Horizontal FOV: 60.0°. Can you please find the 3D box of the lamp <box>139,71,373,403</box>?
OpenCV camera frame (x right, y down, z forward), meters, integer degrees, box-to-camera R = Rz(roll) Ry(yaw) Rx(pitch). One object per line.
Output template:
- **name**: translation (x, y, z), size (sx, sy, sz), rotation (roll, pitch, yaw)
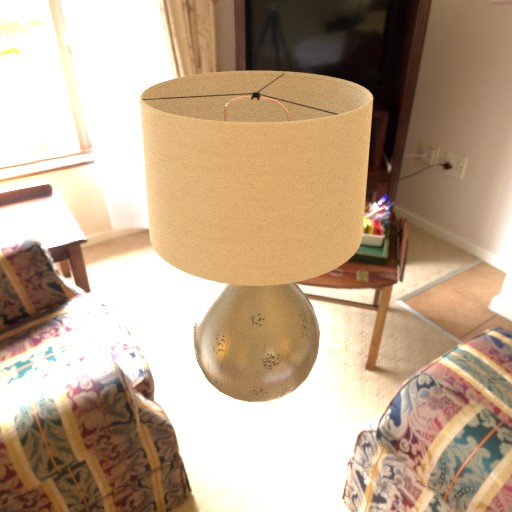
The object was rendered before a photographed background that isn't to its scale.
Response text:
- **lamp**: translation (0.000, 0.000, 0.732), size (0.330, 0.521, 0.330), rotation (0, 32, 0)
